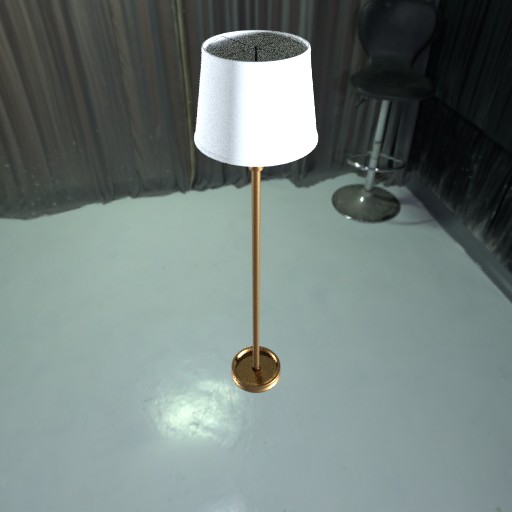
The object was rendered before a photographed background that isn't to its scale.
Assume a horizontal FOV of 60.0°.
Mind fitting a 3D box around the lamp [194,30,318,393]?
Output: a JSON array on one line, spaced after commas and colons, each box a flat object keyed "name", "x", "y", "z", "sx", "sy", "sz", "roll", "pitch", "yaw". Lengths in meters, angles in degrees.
[{"name": "lamp", "x": 0.000, "y": 0.000, "z": 0.795, "sx": 0.178, "sy": 0.710, "sz": 0.178, "roll": 0, "pitch": 41, "yaw": 0}]
